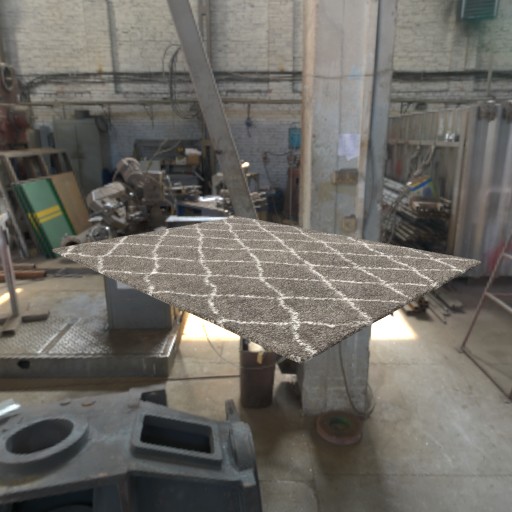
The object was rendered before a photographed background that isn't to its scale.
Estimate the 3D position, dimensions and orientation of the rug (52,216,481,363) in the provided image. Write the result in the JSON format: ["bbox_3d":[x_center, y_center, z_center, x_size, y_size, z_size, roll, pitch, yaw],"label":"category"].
[{"bbox_3d":[0.000,0.000,3.995,3.047,0.029,2.438,15,21,43],"label":"rug"}]
